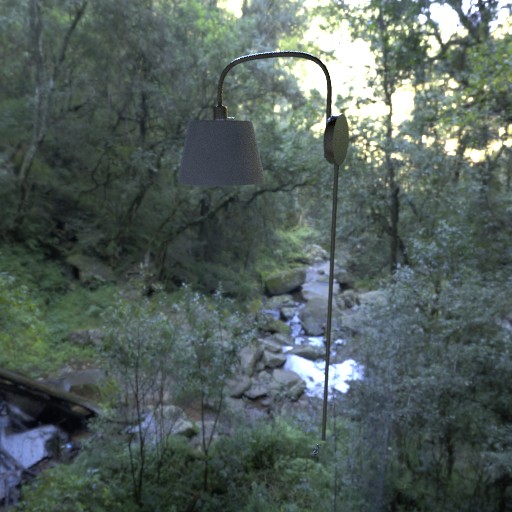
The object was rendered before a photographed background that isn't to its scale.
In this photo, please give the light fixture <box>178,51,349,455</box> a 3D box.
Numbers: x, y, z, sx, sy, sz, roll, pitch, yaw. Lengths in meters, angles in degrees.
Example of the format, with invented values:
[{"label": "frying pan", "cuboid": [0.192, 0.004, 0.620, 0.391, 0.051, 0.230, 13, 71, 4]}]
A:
[{"label": "light fixture", "cuboid": [0.000, 0.000, 0.475, 0.176, 0.399, 0.092, 8, 18, 27]}]
